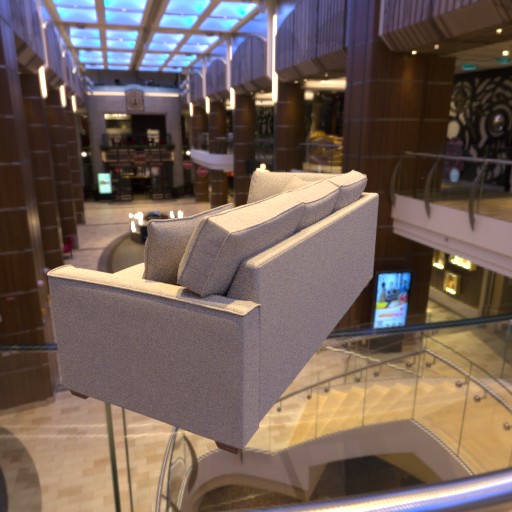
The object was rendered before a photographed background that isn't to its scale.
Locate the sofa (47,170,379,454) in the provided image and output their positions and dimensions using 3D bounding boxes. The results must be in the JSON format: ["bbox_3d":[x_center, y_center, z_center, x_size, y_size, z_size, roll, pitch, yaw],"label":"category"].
[{"bbox_3d":[0.000,0.000,2.808,1.061,0.962,2.317,8,18,26],"label":"sofa"}]
